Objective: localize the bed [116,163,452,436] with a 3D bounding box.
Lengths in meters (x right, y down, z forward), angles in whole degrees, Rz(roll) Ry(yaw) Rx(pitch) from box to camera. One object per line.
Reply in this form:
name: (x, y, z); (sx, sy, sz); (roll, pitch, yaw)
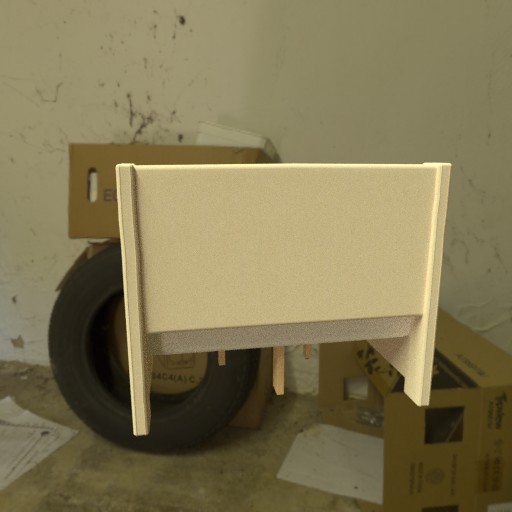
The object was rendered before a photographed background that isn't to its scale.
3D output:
bed: (0.000, 0.000, 3.523); (1.778, 1.471, 2.293); (-2, 13, -10)
